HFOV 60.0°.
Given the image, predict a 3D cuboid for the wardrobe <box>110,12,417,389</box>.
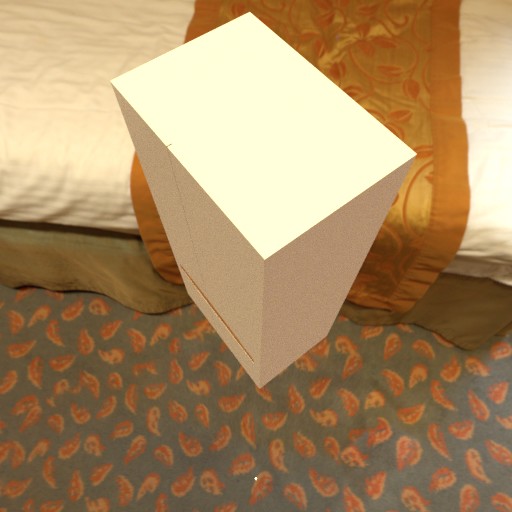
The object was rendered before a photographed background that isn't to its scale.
[{"bbox_3d":[0.000,0.000,2.358,0.600,2.040,0.860,-34,68,-16],"label":"wardrobe"}]
